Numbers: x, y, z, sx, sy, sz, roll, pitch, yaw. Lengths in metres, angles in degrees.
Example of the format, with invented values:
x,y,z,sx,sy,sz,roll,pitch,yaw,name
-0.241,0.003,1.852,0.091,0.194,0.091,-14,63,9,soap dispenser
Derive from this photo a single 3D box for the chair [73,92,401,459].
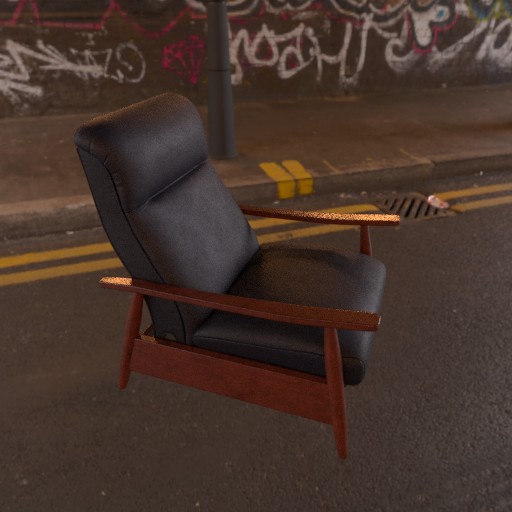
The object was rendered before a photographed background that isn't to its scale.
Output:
x,y,z,sx,sy,sz,roll,pitch,yaw,name
0.000,0.000,1.736,1.014,1.082,0.762,11,33,17,chair
